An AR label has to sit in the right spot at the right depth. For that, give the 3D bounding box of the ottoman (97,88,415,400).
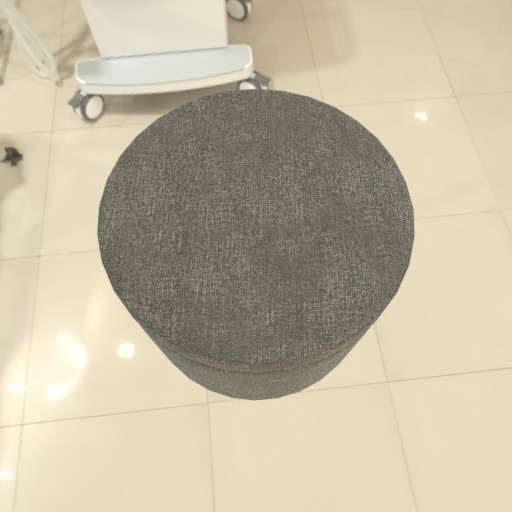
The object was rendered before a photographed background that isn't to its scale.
[{"bbox_3d":[0.000,0.000,0.867,0.500,0.419,0.500,0,65,0],"label":"ottoman"}]
